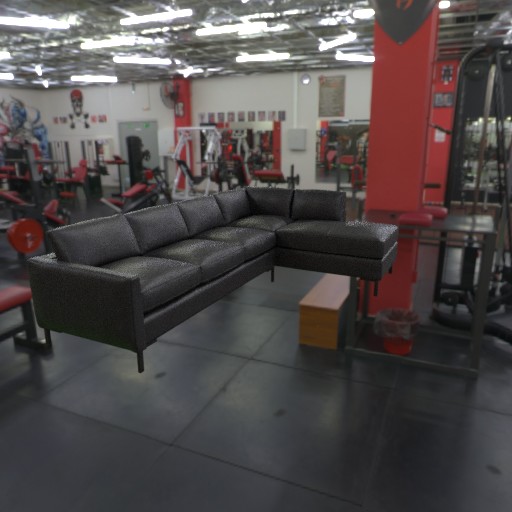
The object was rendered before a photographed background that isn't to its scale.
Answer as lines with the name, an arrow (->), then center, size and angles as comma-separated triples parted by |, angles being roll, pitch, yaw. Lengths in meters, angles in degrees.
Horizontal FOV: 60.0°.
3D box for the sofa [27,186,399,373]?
sofa -> 0.000, 0.000, 3.851 | 1.938, 0.877, 2.984 | 7, 17, 25
